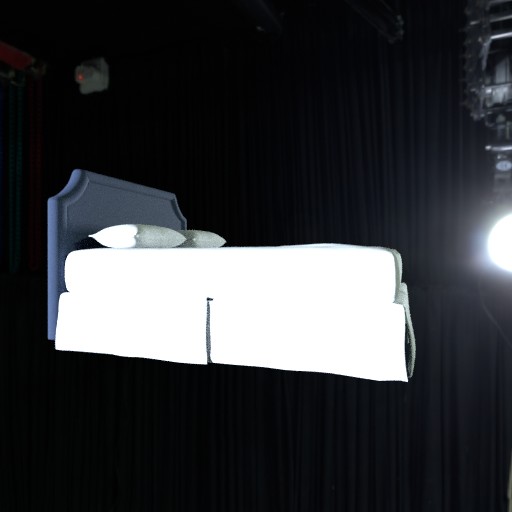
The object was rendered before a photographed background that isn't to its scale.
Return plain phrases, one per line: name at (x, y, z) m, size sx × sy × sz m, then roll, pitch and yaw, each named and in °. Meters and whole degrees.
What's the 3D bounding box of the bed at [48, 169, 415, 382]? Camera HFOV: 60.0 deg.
bed at (0.000, 0.000, 4.121) m, size 2.773 × 1.488 × 2.350 m, roll 0°, pitch 0°, yaw 19°
